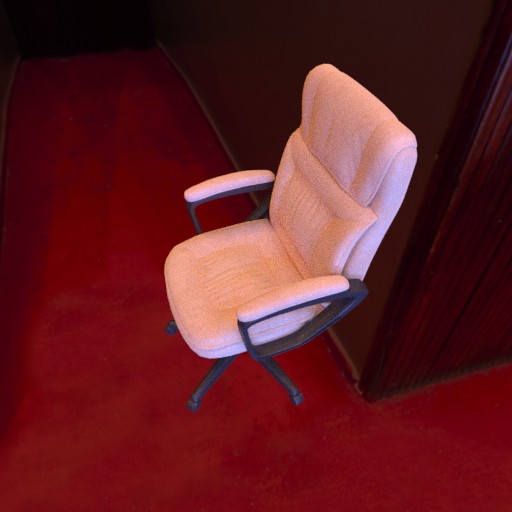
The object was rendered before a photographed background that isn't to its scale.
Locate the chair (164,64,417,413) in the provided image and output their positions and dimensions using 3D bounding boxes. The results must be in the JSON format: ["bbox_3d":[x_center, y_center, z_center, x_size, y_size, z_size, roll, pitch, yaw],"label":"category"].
[{"bbox_3d":[0.000,0.000,1.543,0.724,1.105,0.667,-16,48,-14],"label":"chair"}]
